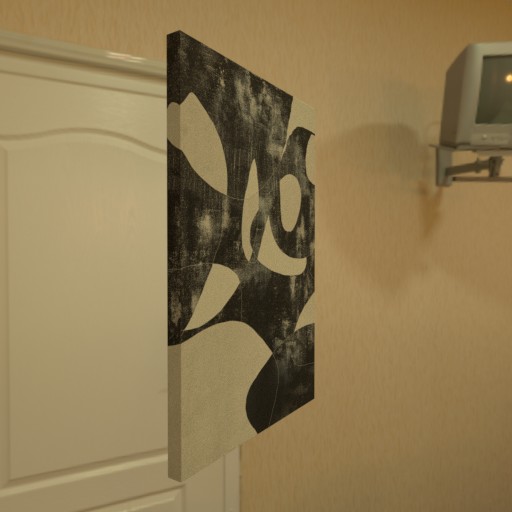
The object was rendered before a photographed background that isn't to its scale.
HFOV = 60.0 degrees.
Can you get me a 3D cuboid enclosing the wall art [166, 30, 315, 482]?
[{"bbox_3d":[0.000,0.000,1.159,0.041,0.915,0.610,1,1,34],"label":"wall art"}]
